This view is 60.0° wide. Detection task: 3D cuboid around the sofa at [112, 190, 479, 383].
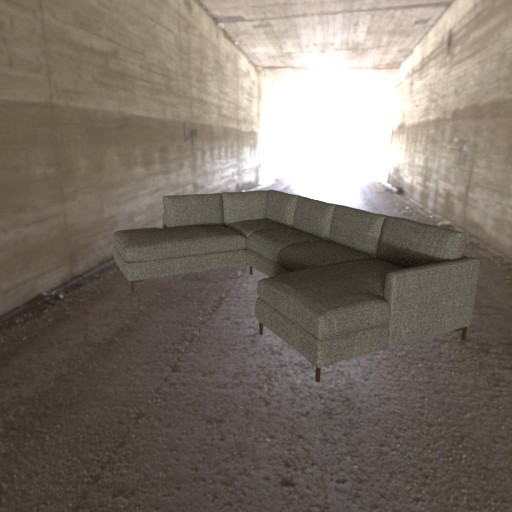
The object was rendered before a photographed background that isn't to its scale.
[{"bbox_3d":[0.000,0.000,3.627,1.879,0.756,2.737,-7,17,-25],"label":"sofa"}]
